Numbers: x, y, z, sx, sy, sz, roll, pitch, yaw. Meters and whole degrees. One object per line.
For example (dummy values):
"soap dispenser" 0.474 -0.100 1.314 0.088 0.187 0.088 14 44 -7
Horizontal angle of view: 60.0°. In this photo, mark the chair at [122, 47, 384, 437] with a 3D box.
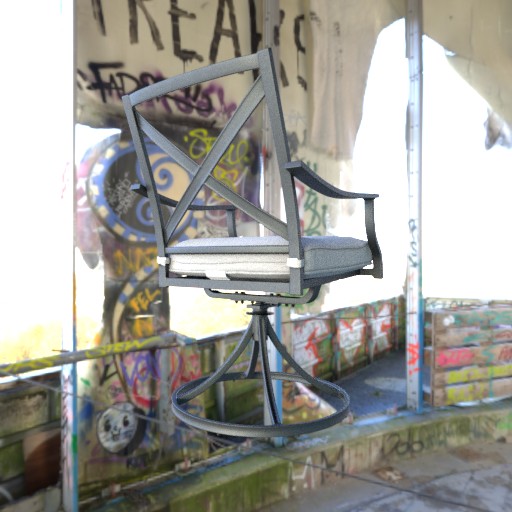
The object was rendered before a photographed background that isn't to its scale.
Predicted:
"chair" 0.000 0.000 1.314 0.575 0.889 0.620 0 0 36
